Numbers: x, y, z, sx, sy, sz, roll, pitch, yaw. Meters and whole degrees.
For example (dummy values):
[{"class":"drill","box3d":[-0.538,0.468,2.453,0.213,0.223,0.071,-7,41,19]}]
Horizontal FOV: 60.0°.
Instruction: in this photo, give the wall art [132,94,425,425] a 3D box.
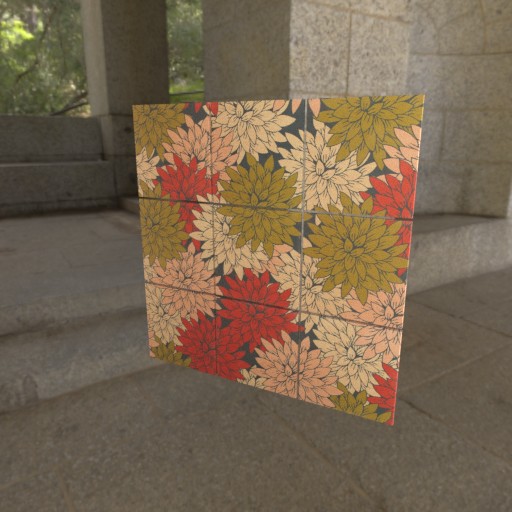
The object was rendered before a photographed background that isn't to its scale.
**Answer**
[{"class":"wall art","box3d":[0.000,0.000,1.380,0.904,0.913,0.013,8,17,26]}]
